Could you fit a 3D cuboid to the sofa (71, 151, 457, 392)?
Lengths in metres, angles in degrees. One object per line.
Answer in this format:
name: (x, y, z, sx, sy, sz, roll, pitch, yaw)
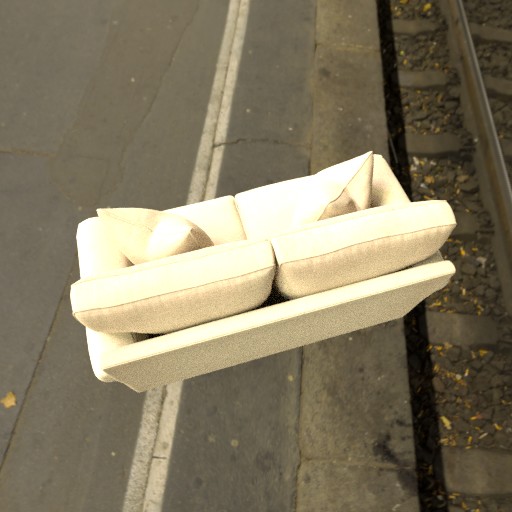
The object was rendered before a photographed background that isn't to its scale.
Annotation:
sofa: (0.000, 0.000, 2.281, 1.701, 0.966, 0.966, -14, 60, -8)
